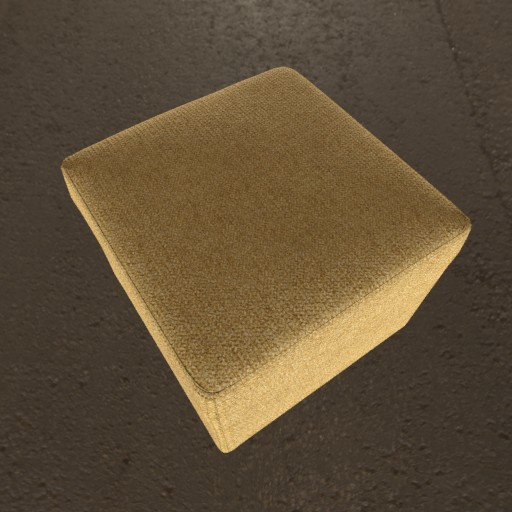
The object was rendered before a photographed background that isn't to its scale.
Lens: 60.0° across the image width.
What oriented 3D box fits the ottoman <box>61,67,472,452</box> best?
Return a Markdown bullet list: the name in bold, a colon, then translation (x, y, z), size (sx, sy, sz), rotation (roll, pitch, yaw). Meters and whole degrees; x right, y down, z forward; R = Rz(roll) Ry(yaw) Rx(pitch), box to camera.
- **ottoman**: translation (0.000, 0.000, 0.891), size (0.505, 0.441, 0.512), rotation (-30, 62, -18)
